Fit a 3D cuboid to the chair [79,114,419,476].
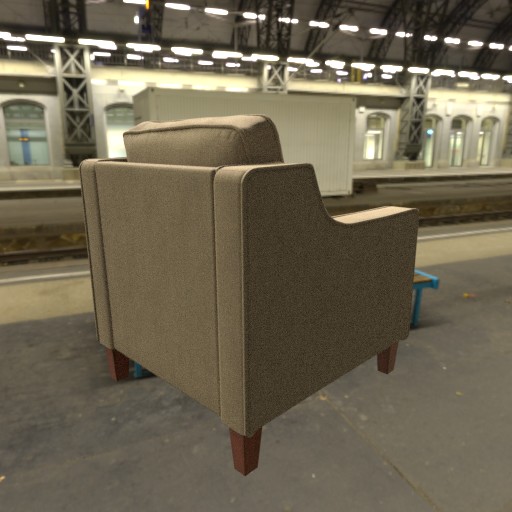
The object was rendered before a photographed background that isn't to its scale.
[{"bbox_3d":[0.000,0.000,1.639,0.831,0.960,0.909,14,20,43],"label":"chair"}]
